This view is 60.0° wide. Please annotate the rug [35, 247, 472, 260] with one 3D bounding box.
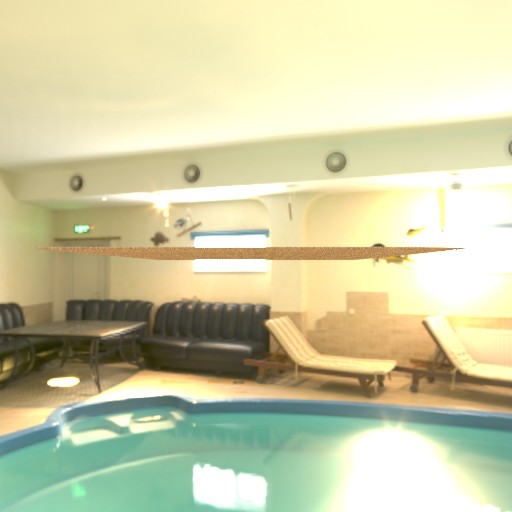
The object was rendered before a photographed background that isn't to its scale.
[{"bbox_3d":[0.000,0.000,3.945,2.439,0.013,3.048,0,-2,1],"label":"rug"}]
